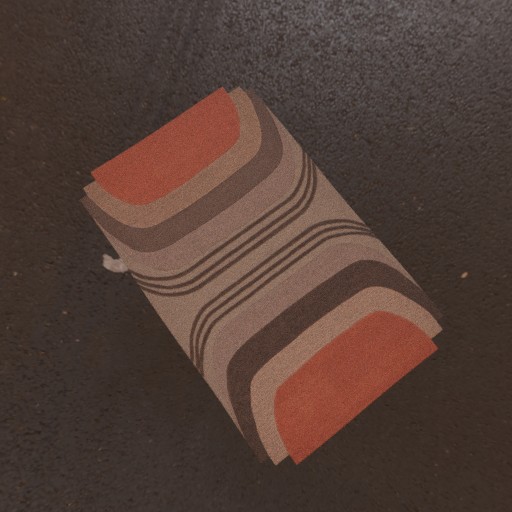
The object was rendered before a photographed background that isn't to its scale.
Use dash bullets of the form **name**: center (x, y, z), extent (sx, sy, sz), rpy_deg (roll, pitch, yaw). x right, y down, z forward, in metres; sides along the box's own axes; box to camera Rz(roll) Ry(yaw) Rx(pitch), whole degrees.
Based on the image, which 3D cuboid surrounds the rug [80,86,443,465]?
- **rug**: center (0.000, 0.000, 3.068), extent (1.530, 0.017, 2.446), rpy_deg (-36, 79, -8)
